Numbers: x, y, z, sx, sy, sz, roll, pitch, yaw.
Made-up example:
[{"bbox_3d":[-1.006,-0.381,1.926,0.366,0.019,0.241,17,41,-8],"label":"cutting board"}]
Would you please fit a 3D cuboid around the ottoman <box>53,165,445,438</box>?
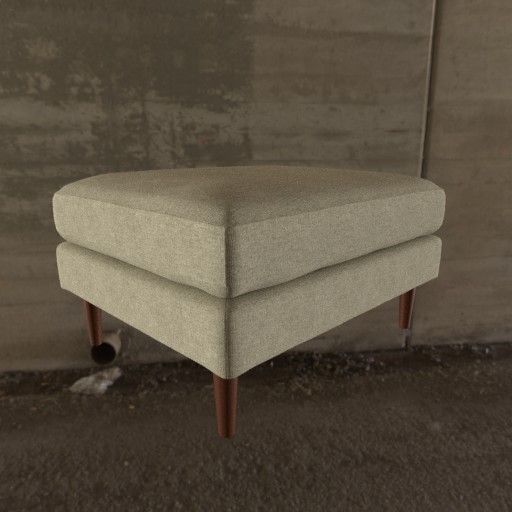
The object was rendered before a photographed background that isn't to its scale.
[{"bbox_3d":[0.000,0.000,1.214,0.821,0.474,0.693,-14,20,-43],"label":"ottoman"}]
